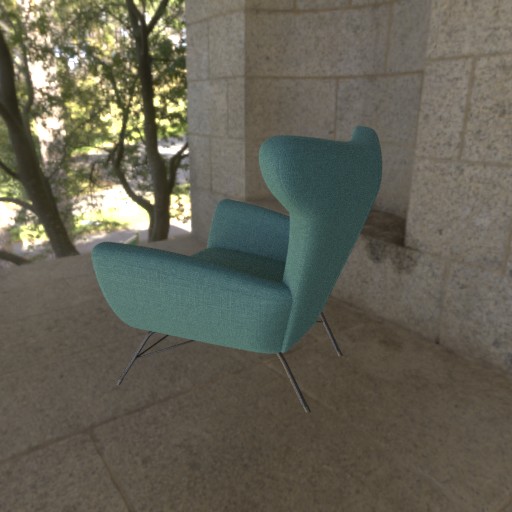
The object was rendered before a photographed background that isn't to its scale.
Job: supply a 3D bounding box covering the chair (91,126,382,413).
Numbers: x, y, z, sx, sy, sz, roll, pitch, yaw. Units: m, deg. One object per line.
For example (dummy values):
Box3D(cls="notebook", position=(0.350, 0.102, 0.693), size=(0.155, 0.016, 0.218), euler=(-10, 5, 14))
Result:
Box3D(cls="chair", position=(0.000, 0.000, 1.766), size=(0.900, 0.980, 1.050), euler=(8, 20, 24))
